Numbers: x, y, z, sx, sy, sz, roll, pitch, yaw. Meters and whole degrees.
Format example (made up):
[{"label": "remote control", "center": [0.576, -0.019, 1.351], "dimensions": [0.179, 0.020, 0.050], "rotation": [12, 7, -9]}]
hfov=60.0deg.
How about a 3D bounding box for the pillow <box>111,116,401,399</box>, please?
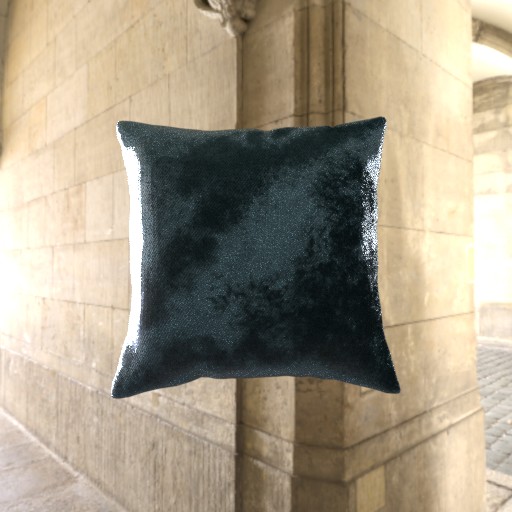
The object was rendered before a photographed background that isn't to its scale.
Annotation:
[{"label": "pillow", "center": [0.000, 0.000, 0.677], "dimensions": [0.436, 0.430, 0.138], "rotation": [0, -1, 0]}]
